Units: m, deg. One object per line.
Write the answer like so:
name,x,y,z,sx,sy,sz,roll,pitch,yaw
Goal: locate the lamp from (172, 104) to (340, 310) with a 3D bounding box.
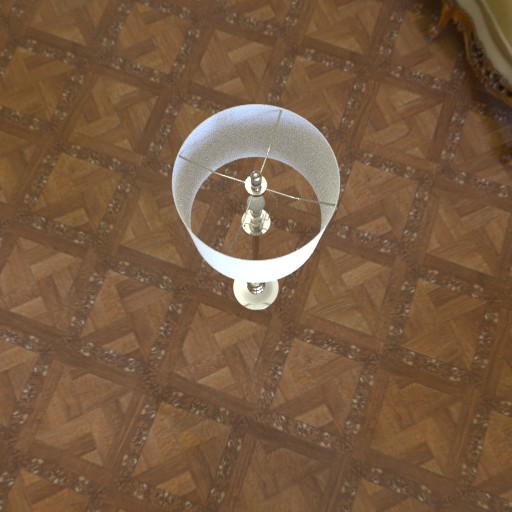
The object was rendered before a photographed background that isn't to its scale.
lamp,0.000,0.000,1.639,0.356,1.487,0.356,18,78,4
